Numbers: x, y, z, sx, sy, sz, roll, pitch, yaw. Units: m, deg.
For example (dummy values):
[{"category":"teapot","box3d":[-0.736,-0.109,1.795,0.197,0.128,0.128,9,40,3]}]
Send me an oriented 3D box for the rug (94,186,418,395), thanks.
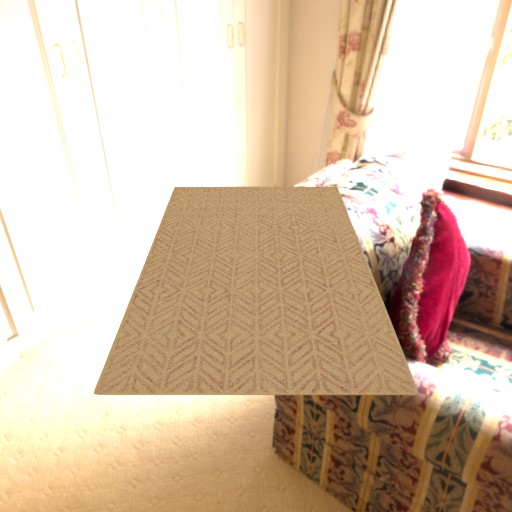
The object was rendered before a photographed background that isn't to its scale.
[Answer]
[{"category":"rug","box3d":[0.000,0.000,3.096,1.523,0.008,2.438,0,32,0]}]
